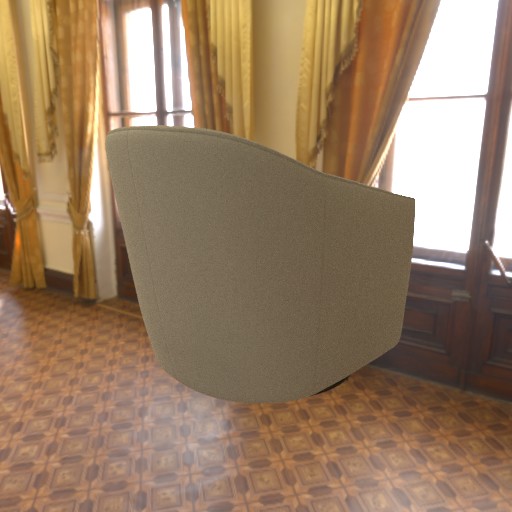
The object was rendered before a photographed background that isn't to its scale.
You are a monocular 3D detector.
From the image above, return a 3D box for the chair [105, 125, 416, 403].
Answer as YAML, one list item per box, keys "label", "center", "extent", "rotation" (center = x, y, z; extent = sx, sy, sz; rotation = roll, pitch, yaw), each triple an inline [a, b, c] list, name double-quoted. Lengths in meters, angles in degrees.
- label: "chair"
  center: [0.000, 0.000, 1.457]
  extent: [0.875, 0.799, 0.747]
  rotation: [-13, 19, -43]
